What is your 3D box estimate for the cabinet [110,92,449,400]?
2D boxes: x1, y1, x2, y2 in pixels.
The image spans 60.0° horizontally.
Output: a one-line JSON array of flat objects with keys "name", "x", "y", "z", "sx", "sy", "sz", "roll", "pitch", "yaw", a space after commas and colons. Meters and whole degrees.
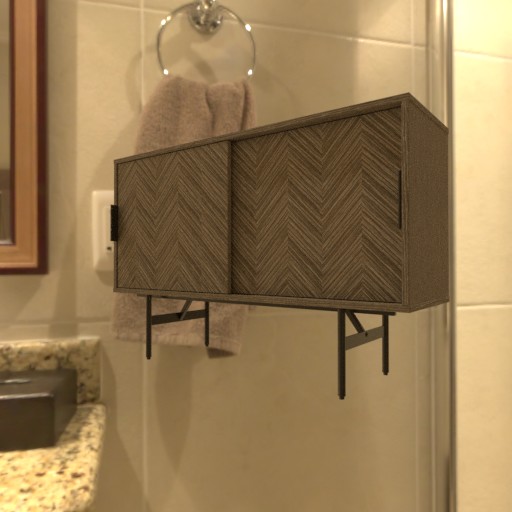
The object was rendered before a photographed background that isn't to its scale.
[{"name": "cabinet", "x": 0.000, "y": 0.000, "z": 1.570, "sx": 1.194, "sy": 0.787, "sz": 0.405, "roll": -1, "pitch": -1, "yaw": 37}]
